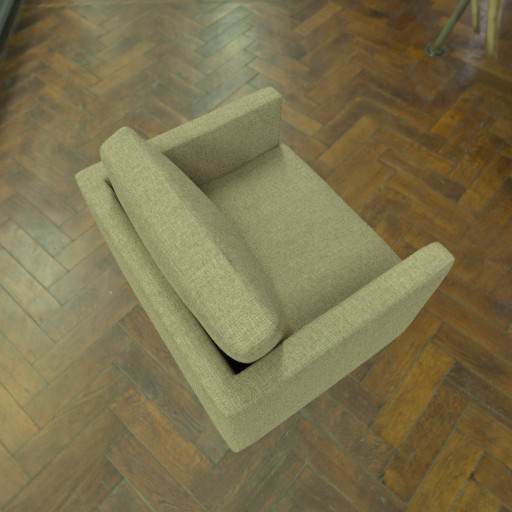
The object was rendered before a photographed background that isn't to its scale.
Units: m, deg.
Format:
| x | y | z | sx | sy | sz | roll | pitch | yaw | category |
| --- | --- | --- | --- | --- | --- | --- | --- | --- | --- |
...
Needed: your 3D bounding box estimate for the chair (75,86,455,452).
| x | y | z | sx | sy | sz | roll | pitch | yaw | category |
| --- | --- | --- | --- | --- | --- | --- | --- | --- | --- |
| 0.000 | 0.000 | 1.817 | 0.959 | 0.987 | 1.107 | -30 | 63 | -17 | chair |
